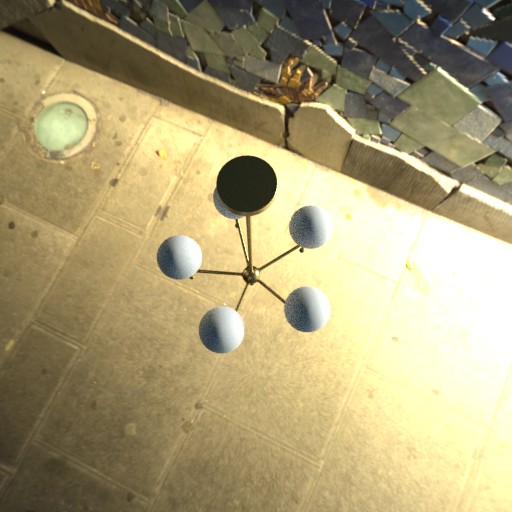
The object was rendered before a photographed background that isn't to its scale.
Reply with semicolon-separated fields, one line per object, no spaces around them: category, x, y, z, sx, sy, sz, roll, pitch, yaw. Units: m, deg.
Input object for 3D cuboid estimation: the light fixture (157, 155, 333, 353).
light fixture;0.000;0.000;1.796;0.785;1.331;0.815;39;79;10
